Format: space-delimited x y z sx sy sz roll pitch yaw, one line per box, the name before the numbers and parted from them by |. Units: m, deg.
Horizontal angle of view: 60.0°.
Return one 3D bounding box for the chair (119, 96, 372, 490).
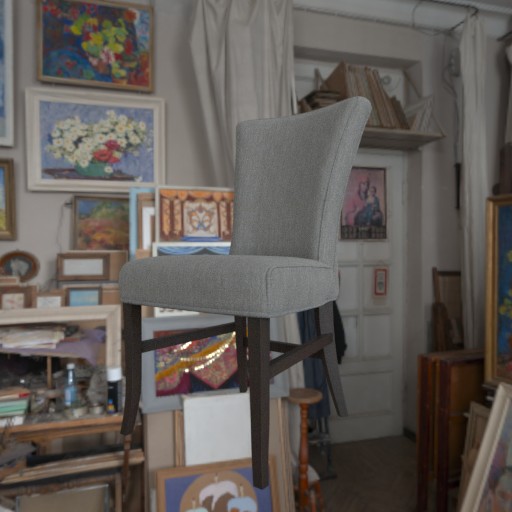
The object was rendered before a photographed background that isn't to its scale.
chair | 0.000 0.000 1.333 0.520 0.991 0.660 1 1 36
